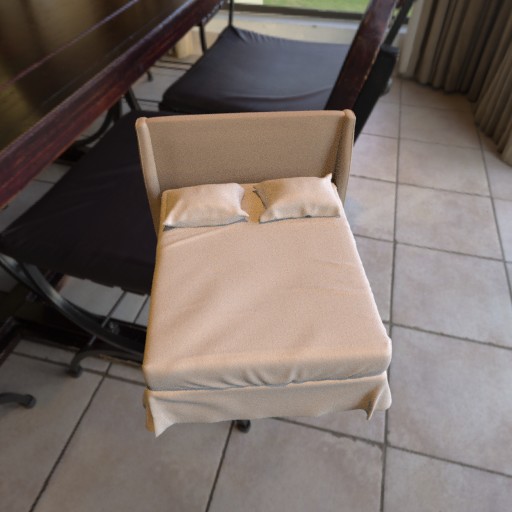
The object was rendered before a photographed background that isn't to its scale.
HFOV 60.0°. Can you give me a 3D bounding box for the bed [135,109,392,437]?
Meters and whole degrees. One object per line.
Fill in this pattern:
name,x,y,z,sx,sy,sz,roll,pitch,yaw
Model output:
bed,0.000,0.000,3.562,1.925,1.332,2.276,-3,45,-3
